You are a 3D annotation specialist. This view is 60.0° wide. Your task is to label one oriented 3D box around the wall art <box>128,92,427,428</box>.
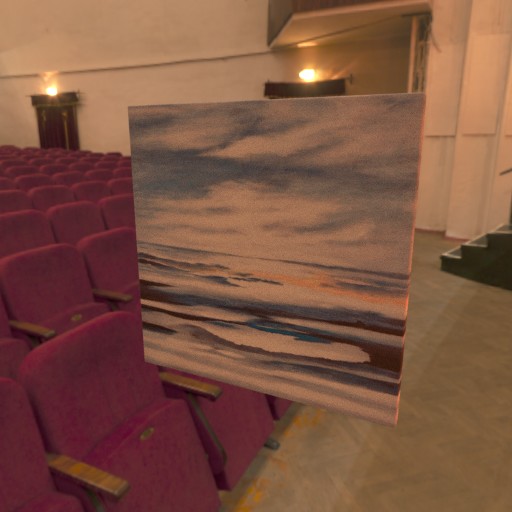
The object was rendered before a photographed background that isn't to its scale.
[{"bbox_3d":[0.000,0.000,1.125,0.747,0.747,0.035,7,16,25],"label":"wall art"}]
